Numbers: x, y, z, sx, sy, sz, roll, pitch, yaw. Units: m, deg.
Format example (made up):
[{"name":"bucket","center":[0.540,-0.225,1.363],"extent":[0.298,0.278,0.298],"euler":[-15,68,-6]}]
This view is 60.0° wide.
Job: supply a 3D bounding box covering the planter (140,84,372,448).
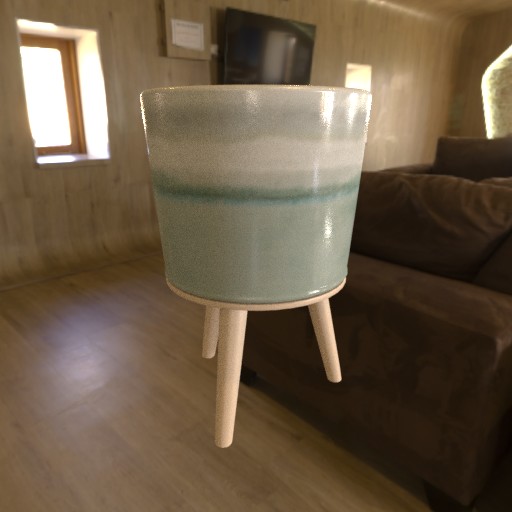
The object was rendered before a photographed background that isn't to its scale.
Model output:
[{"name":"planter","center":[0.000,0.000,0.581],"extent":[0.265,0.404,0.265],"euler":[-9,20,-27]}]
